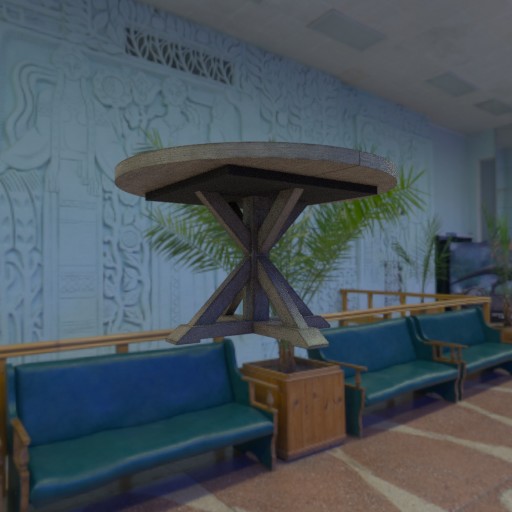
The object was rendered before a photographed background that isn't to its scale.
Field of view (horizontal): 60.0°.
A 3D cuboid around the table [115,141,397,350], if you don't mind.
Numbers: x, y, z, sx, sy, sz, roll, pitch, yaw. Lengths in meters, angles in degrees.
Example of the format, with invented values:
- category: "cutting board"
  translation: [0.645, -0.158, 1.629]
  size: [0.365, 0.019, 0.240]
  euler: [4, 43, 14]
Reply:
- category: "table"
  translation: [0.000, 0.000, 2.229]
  size: [1.363, 0.781, 1.363]
  euler: [0, -1, 0]
